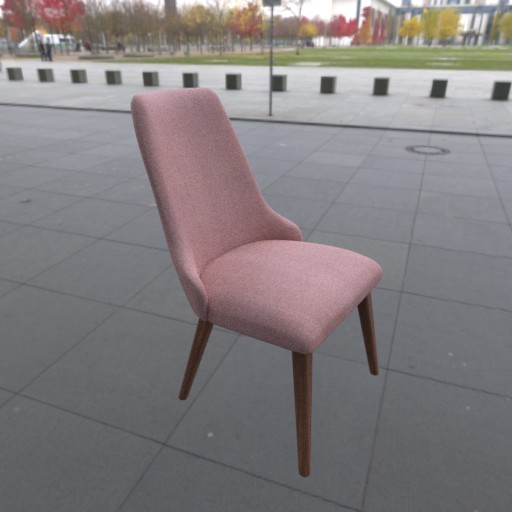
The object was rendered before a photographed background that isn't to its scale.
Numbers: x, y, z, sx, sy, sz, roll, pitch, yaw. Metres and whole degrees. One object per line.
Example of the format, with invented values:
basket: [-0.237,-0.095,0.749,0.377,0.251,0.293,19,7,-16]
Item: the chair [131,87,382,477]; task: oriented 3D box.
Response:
chair: [0.000,0.000,1.353,0.707,0.918,0.535,18,31,32]
